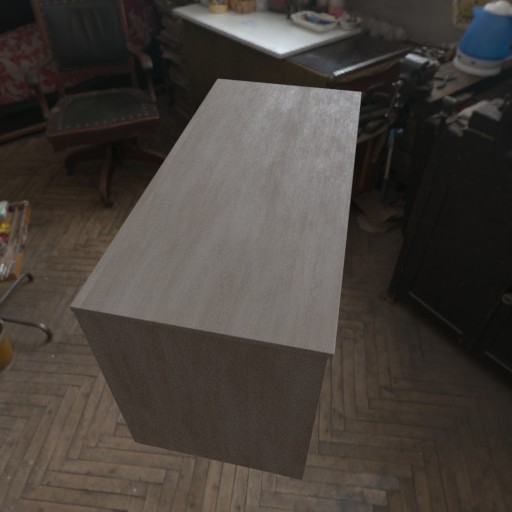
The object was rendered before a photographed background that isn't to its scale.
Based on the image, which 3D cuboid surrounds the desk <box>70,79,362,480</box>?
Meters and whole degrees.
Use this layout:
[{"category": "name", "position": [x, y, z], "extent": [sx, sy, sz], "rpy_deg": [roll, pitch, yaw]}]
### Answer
[{"category": "desk", "position": [0.000, 0.000, 1.667], "extent": [0.600, 0.770, 1.251], "rpy_deg": [9, 46, 9]}]
